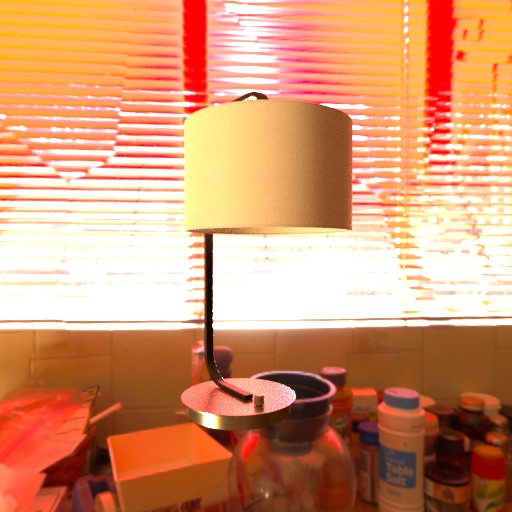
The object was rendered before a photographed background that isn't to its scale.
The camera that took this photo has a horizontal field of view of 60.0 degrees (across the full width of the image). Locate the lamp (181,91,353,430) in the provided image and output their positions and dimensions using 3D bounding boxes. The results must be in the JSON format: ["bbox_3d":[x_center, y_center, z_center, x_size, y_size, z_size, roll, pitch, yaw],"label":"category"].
[{"bbox_3d":[0.000,0.000,0.640,0.230,0.473,0.288,0,1,-35],"label":"lamp"}]
